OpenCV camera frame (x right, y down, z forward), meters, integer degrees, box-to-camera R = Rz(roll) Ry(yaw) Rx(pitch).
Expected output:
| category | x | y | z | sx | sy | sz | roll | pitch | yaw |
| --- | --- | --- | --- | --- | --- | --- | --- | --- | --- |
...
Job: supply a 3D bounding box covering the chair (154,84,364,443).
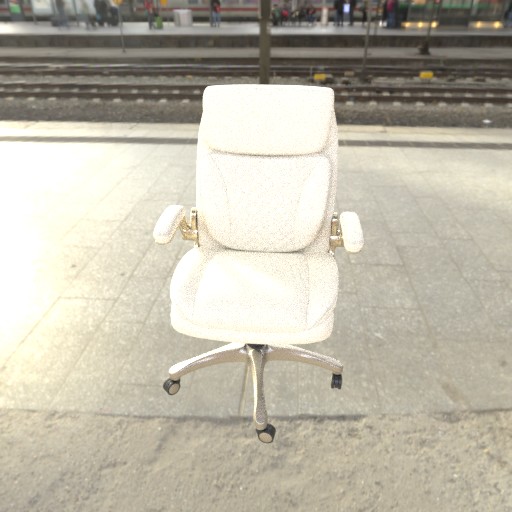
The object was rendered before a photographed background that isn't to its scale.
| category | x | y | z | sx | sy | sz | roll | pitch | yaw |
| --- | --- | --- | --- | --- | --- | --- | --- | --- | --- |
| chair | 0.000 | 0.000 | 1.665 | 0.740 | 1.110 | 0.794 | 1 | 30 | 2 |
